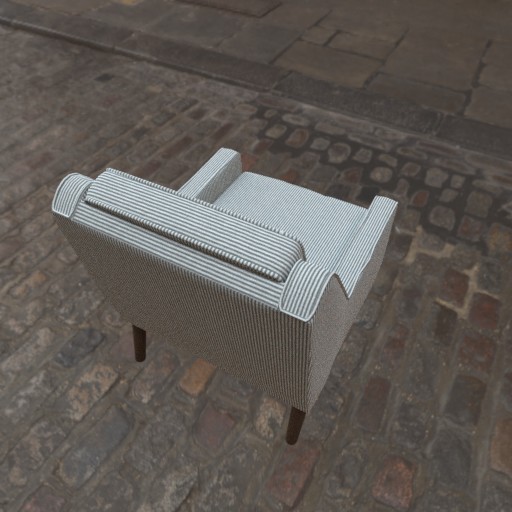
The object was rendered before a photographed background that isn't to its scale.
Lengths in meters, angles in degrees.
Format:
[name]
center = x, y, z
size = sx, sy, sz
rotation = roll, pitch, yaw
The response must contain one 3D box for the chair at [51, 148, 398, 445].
[chair]
center = 0.000, 0.000, 1.337
size = 0.663, 0.792, 0.743
rotation = 22, 49, 20
